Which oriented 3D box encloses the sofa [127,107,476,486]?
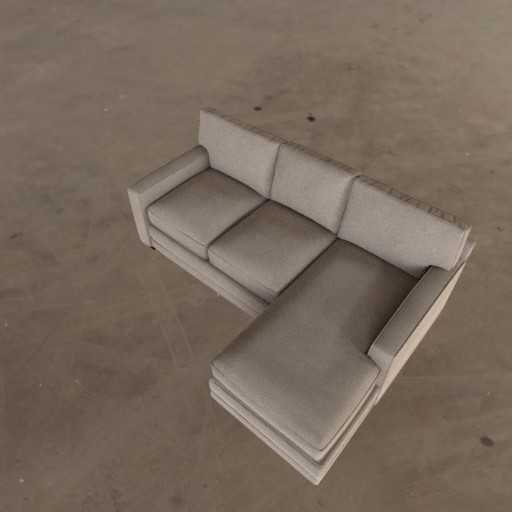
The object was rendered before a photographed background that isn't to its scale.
[{"bbox_3d":[0.000,0.000,2.802,2.087,0.861,1.496,32,54,27],"label":"sofa"}]
